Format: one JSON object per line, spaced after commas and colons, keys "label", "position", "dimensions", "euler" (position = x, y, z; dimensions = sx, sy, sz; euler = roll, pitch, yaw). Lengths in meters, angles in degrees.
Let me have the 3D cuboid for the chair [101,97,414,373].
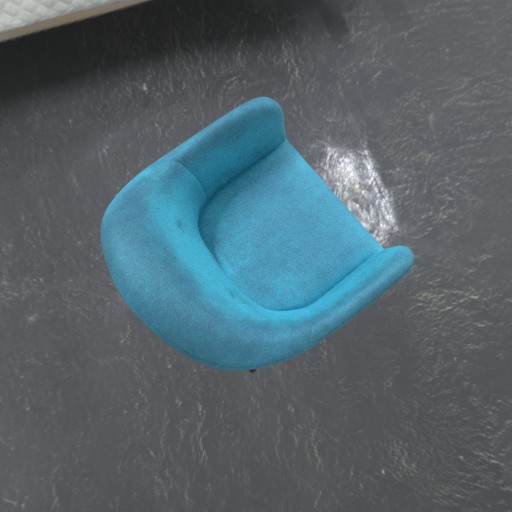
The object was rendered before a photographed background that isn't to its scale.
{"label": "chair", "position": [0.000, 0.000, 1.160], "dimensions": [0.570, 0.780, 0.540], "euler": [-37, 79, -9]}
